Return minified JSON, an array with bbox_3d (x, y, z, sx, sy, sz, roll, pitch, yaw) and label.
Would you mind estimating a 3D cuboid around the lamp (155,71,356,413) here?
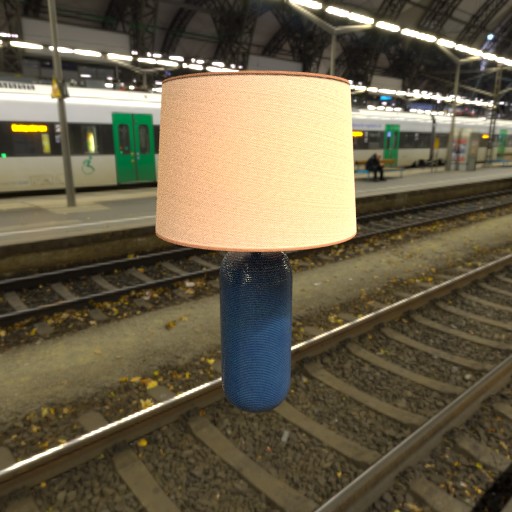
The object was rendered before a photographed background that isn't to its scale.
[{"bbox_3d":[0.000,0.000,0.842,0.367,0.609,0.367,0,14,0],"label":"lamp"}]
